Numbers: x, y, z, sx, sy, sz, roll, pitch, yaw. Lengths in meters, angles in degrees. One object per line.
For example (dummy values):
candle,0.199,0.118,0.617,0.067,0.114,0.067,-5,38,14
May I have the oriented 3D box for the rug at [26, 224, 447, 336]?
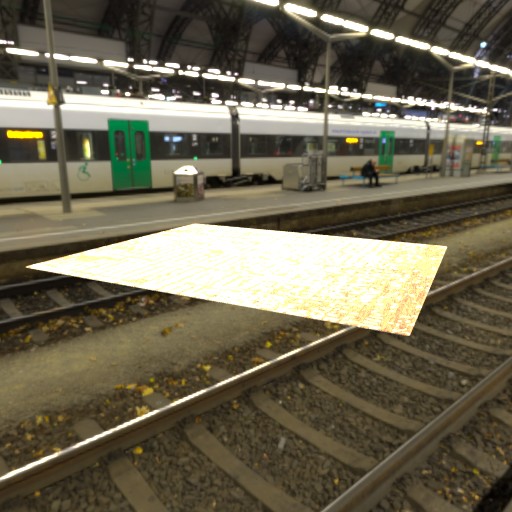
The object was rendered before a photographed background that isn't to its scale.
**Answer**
rug,0.000,0.000,4.054,3.050,0.011,2.441,7,15,26
